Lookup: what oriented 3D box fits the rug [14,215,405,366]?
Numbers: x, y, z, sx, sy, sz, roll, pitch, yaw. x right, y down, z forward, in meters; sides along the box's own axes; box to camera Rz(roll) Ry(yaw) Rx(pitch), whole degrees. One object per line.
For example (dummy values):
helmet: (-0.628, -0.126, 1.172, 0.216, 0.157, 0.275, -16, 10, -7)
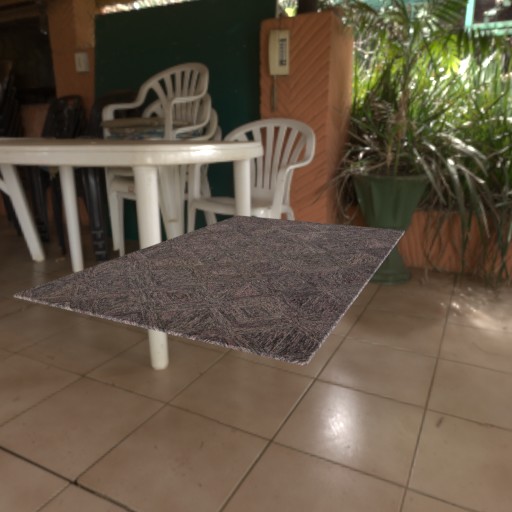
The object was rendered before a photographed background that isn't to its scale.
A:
rug: (0.000, 0.000, 2.826, 1.501, 0.017, 2.298, 8, 18, 25)
